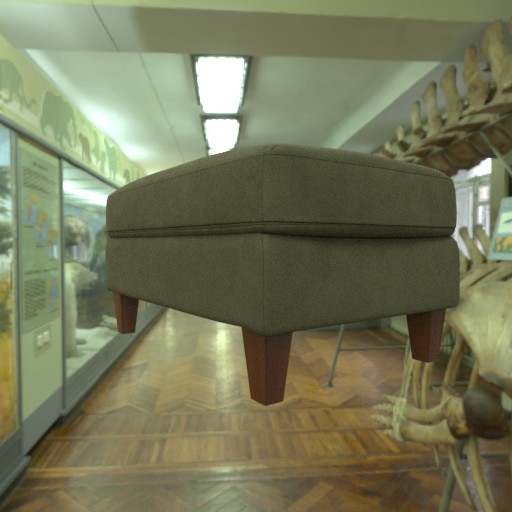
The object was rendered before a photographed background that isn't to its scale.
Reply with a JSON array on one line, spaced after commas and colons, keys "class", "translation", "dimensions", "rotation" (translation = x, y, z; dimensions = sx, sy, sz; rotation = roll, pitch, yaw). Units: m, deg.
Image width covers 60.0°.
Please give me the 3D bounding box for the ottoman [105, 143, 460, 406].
[{"class": "ottoman", "translation": [0.000, 0.000, 1.205], "dimensions": [0.584, 0.483, 0.864], "rotation": [-1, 2, -35]}]
